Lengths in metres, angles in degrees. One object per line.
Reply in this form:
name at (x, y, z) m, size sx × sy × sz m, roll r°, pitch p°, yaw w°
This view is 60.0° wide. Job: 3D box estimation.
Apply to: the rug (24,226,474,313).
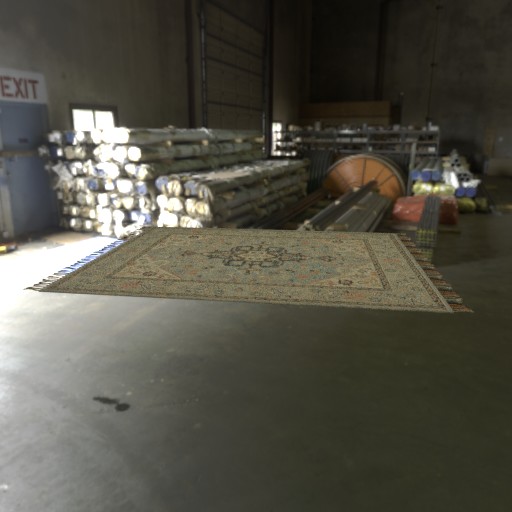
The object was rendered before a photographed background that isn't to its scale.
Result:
rug at (0.000, 0.000, 4.239) m, size 3.221 × 0.011 × 2.379 m, roll 2°, pitch 16°, yaw 8°
